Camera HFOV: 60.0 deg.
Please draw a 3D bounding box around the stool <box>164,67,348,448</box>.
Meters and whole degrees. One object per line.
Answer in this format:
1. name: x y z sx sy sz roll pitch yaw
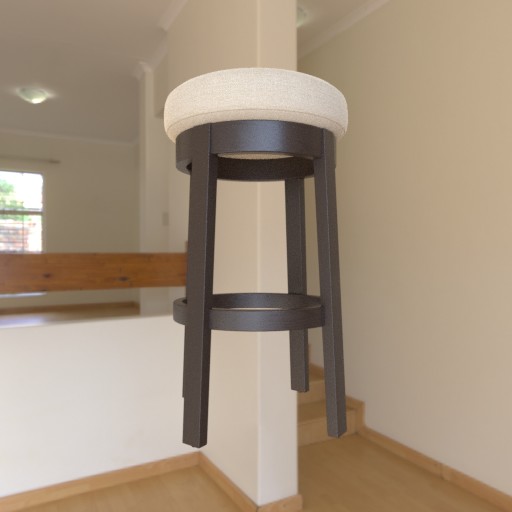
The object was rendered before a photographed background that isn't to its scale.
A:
1. stool: 0.000 0.000 1.055 0.446 0.758 0.446 0 0 0
